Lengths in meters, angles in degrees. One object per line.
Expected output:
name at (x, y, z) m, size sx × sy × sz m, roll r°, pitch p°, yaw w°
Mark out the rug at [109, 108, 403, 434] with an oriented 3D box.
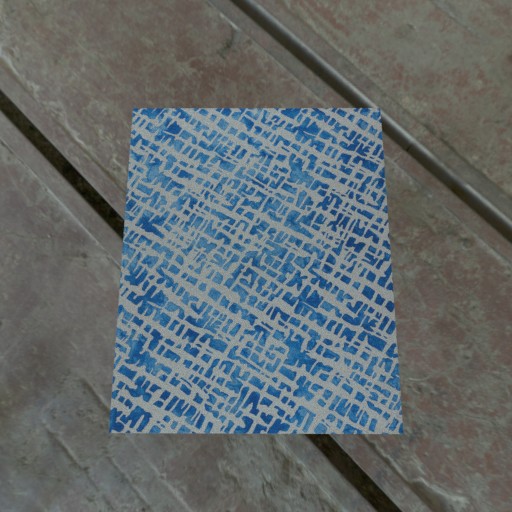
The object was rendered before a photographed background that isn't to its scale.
rug at (0.000, 0.000, 4.002) m, size 2.435 × 0.007 × 3.007 m, roll 0°, pitch 76°, yaw 0°
